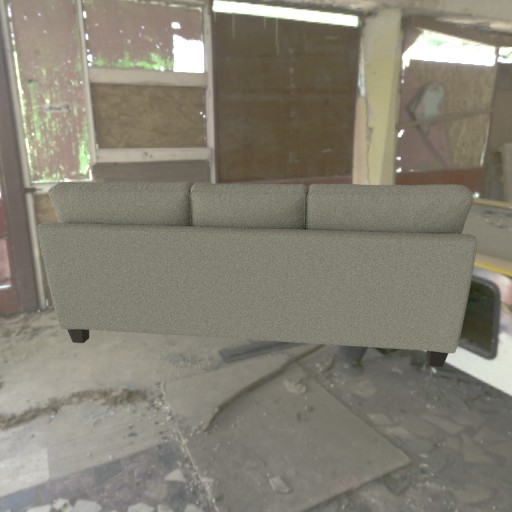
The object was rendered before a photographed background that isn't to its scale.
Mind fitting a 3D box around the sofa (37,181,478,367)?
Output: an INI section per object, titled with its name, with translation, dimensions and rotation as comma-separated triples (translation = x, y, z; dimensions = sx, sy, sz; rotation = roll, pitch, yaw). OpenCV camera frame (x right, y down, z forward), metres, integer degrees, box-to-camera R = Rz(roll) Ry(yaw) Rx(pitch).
[sofa]
translation = 0.000, 0.000, 2.815
dimensions = 2.323, 0.997, 1.016
rotation = 2, 16, 8
